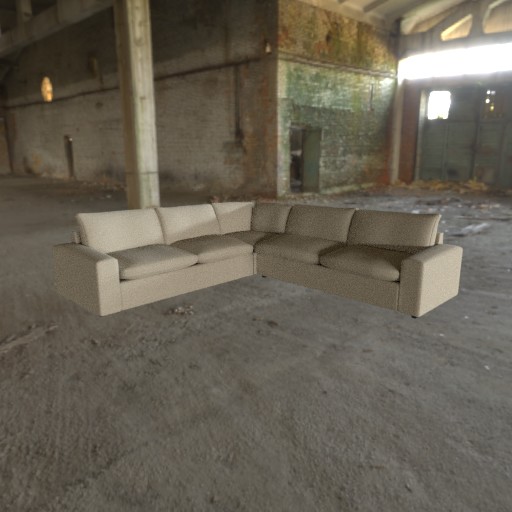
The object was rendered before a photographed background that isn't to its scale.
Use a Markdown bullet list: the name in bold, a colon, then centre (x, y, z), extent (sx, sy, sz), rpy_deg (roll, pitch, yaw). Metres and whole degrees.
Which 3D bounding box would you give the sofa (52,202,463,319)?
- **sofa**: centre (0.000, 0.000, 4.797), extent (3.206, 0.918, 3.066), rpy_deg (13, 19, 43)
